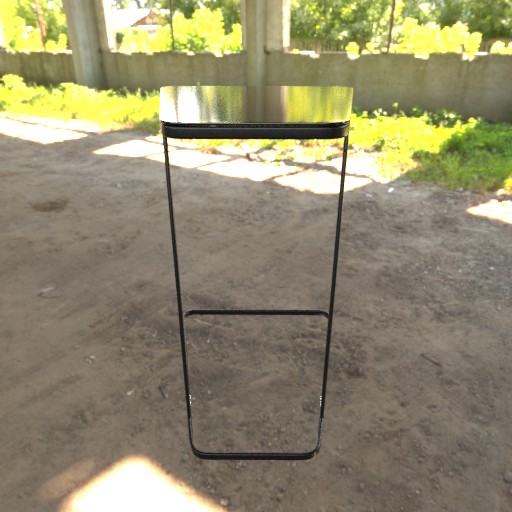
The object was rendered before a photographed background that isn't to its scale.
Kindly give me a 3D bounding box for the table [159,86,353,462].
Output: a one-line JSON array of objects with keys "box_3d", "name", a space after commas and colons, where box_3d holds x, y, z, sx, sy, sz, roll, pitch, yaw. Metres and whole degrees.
[{"box_3d": [0.000, 0.000, 0.928, 0.427, 0.624, 0.500, 0, 26, 0], "name": "table"}]
